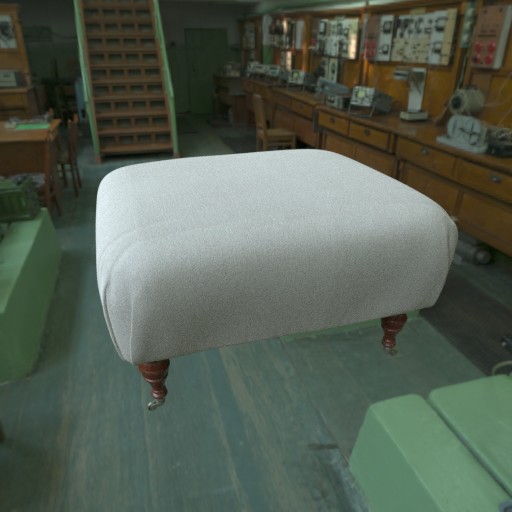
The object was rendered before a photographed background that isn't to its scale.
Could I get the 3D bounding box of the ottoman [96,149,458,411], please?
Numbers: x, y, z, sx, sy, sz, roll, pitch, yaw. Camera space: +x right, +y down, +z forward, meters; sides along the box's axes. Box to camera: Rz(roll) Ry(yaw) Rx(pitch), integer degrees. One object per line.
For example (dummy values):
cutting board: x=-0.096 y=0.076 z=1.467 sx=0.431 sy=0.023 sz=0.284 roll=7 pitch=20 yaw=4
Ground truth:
ottoman: x=0.000 y=0.000 z=1.135 sx=0.746 sy=0.450 sz=0.639 roll=-8 pitch=27 yaw=-16
